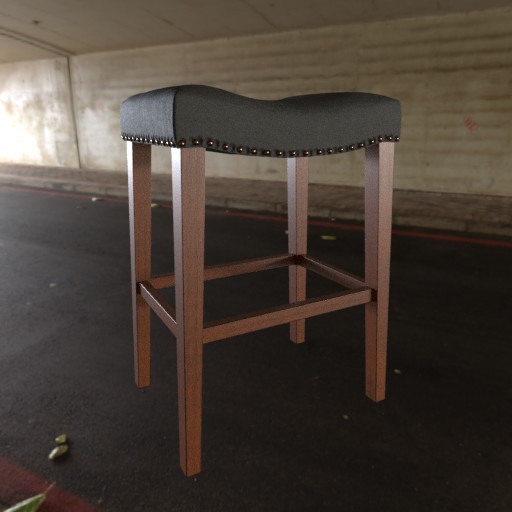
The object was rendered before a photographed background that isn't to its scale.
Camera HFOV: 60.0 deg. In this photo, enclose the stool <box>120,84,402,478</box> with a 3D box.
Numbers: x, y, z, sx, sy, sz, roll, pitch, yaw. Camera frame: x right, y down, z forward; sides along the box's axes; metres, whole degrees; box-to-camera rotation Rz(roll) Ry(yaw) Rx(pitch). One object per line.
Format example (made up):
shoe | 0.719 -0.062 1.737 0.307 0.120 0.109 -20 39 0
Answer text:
stool | 0.000 0.000 0.871 0.439 0.612 0.320 -9 19 -28
